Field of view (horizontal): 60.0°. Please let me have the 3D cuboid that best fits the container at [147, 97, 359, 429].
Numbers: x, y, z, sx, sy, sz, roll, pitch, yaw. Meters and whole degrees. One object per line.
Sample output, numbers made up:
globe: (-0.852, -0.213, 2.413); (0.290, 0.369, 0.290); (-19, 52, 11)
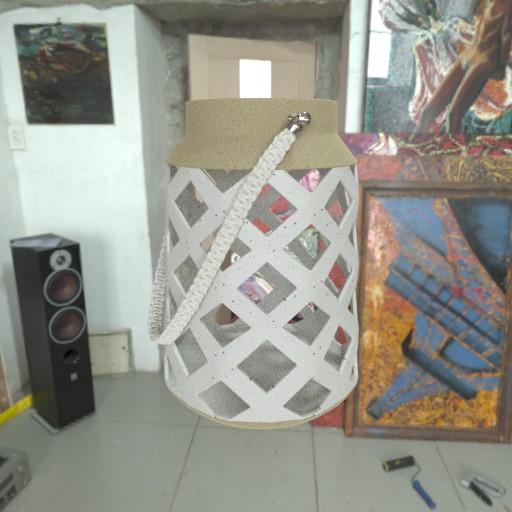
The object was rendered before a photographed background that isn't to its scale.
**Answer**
container: (0.000, 0.000, 0.349); (0.172, 0.229, 0.163); (-7, 18, -24)
